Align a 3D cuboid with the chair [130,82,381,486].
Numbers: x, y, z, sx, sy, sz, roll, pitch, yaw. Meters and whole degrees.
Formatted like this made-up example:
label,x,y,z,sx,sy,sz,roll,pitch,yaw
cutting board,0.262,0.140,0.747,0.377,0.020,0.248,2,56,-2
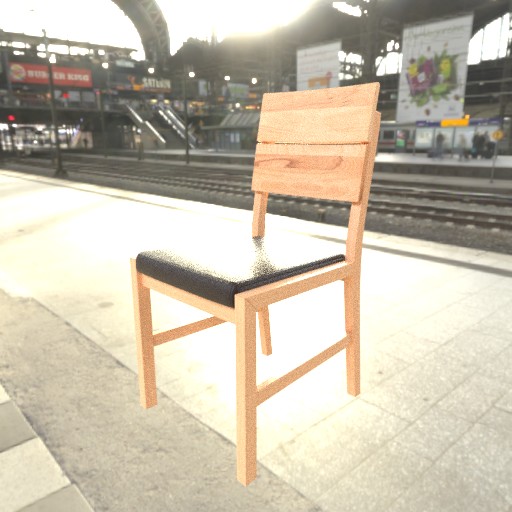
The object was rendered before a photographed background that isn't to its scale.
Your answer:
label,x,y,z,sx,sy,sz,roll,pitch,yaw
chair,0.000,0.000,1.284,0.560,0.950,0.475,-14,20,-43
